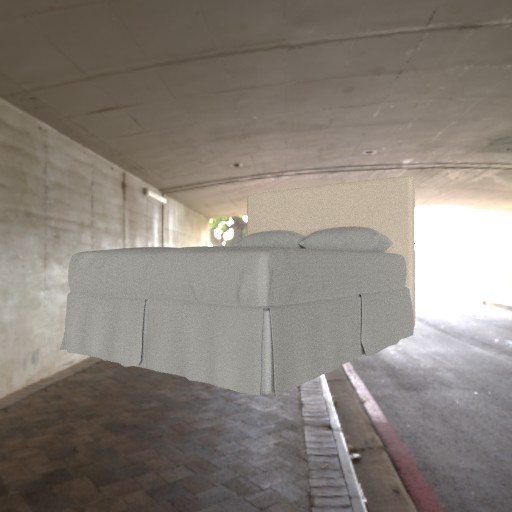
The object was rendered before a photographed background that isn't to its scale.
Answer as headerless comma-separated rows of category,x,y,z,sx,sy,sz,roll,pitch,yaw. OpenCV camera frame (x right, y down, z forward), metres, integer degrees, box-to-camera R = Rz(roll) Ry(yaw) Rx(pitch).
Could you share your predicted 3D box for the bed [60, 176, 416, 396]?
bed,0.000,0.000,3.283,1.748,1.330,2.142,-1,-1,37
